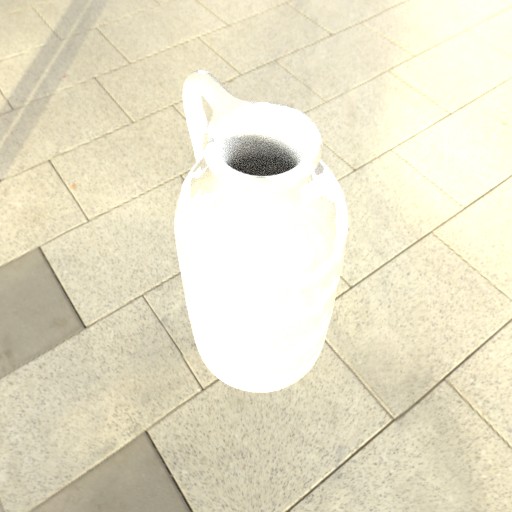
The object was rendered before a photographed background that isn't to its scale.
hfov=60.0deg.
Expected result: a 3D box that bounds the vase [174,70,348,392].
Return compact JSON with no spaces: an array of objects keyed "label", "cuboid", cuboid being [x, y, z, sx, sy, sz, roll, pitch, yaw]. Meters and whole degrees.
[{"label":"vase","cuboid":[0.000,0.000,0.490,0.186,0.382,0.203,-34,63,-19]}]
